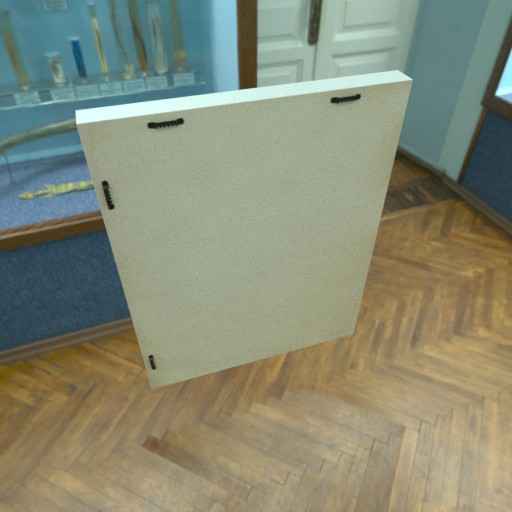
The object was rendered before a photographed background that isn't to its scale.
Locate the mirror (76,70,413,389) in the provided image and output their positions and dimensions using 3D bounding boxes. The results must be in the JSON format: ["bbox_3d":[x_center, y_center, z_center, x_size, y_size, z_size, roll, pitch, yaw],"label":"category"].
[{"bbox_3d":[0.000,0.000,0.690,0.406,0.509,0.041,-12,43,-13],"label":"mirror"}]
